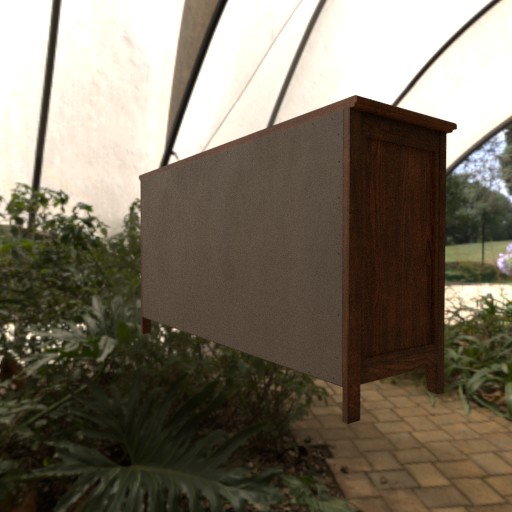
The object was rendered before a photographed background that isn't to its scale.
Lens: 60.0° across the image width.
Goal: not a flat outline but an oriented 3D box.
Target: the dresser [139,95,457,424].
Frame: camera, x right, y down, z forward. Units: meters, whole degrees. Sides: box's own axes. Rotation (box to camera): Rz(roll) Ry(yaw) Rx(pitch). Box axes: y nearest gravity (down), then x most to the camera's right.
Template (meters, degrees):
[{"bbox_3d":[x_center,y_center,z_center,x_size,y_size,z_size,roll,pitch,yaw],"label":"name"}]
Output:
[{"bbox_3d":[0.000,0.000,1.902,0.463,0.856,1.551,-1,1,-35],"label":"dresser"}]
